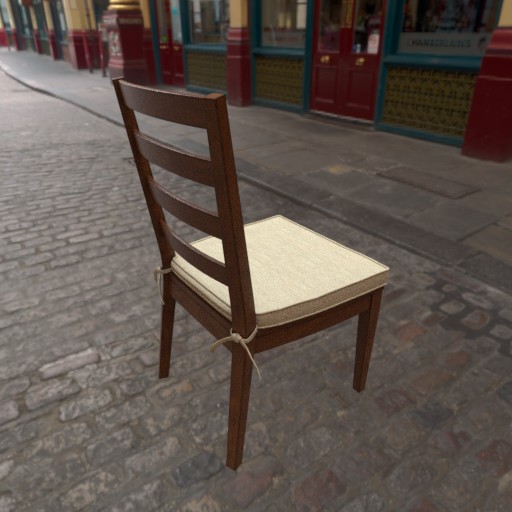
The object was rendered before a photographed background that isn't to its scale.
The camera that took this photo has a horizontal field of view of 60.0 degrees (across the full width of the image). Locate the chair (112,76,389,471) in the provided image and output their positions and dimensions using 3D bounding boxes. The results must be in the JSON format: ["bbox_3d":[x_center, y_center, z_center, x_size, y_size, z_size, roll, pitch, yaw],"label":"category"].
[{"bbox_3d":[0.000,0.000,1.309,0.595,0.979,0.593,-18,32,-32],"label":"chair"}]
